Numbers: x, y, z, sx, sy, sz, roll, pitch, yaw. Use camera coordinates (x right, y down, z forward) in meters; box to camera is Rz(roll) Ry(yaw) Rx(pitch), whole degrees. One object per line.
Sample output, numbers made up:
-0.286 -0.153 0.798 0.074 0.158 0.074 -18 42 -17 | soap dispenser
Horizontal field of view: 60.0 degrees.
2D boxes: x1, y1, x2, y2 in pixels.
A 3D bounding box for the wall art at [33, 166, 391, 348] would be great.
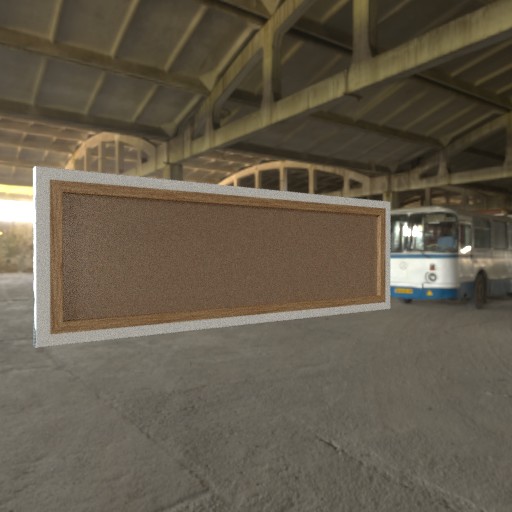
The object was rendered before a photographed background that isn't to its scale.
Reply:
0.000 0.000 1.683 1.520 0.507 0.044 0 0 -35 | wall art
